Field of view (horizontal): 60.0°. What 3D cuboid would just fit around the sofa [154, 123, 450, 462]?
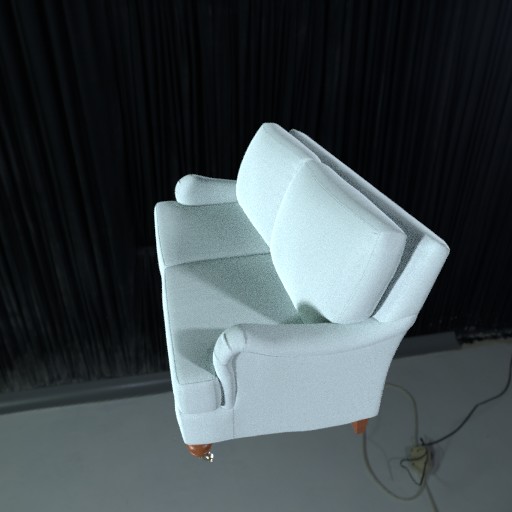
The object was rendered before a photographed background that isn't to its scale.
[{"bbox_3d":[0.000,0.000,2.512,1.084,1.101,1.853,-7,31,-12],"label":"sofa"}]
